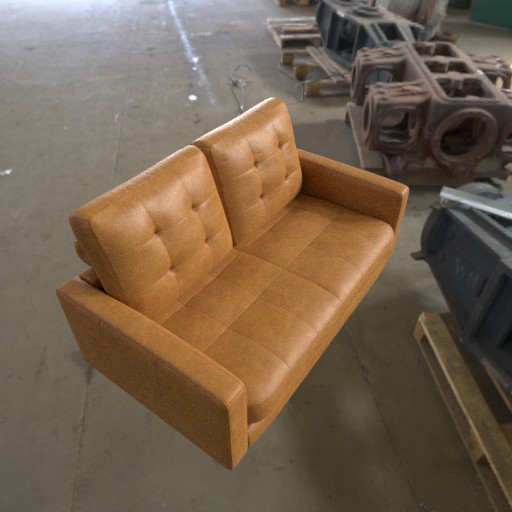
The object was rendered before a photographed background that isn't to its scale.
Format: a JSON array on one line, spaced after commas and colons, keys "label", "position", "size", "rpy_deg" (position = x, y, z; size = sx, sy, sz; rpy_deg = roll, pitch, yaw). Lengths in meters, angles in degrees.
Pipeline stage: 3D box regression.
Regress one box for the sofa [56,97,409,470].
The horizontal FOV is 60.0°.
[{"label": "sofa", "position": [0.000, 0.000, 1.936], "size": [0.868, 0.898, 1.430], "rpy_deg": [25, 48, 26]}]
